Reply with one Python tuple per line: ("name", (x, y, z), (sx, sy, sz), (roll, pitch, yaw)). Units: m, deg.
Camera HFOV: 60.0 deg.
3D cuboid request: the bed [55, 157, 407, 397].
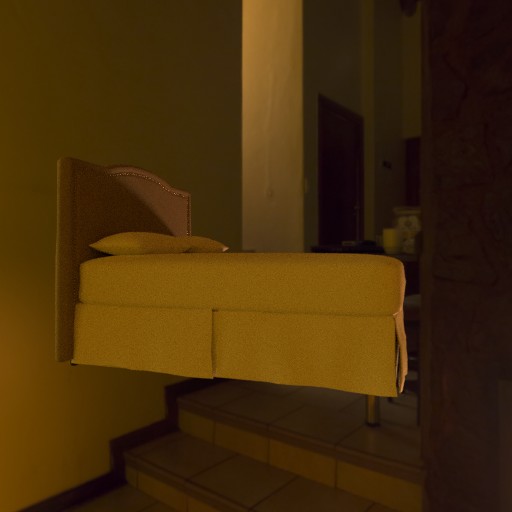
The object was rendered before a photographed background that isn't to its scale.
("bed", (0.000, 0.000, 3.292), (2.128, 1.441, 1.744), (0, 0, 19))
